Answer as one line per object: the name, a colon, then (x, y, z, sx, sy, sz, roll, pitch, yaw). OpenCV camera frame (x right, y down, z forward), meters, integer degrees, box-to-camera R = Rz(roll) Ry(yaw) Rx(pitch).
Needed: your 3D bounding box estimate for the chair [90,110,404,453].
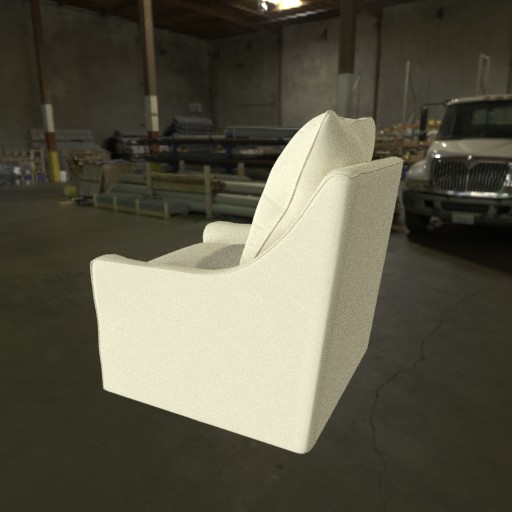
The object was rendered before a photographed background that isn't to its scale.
chair: (0.000, 0.000, 1.603, 0.876, 0.965, 0.756, 7, 17, 25)
